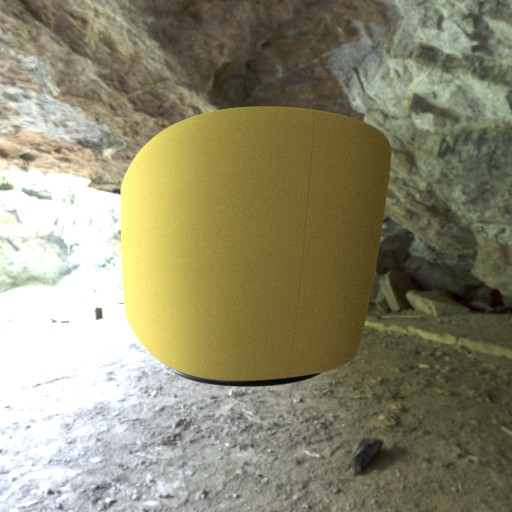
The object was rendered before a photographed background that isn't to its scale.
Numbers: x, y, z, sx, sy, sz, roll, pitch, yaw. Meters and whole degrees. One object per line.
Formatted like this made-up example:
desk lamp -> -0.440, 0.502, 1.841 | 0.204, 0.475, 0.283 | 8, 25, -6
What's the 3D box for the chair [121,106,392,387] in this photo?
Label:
chair -> 0.000, 0.000, 1.365 | 0.773, 0.698, 0.767 | 0, 1, -20
